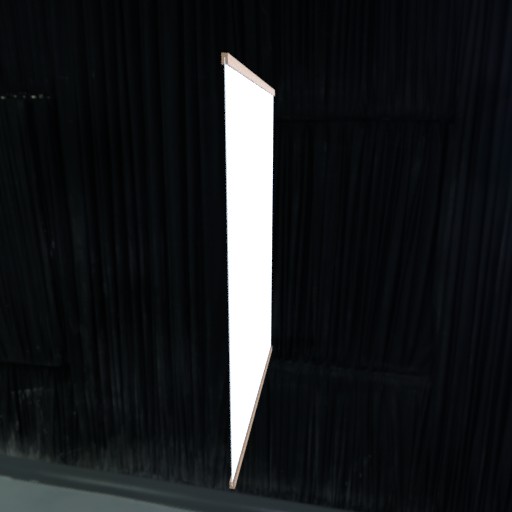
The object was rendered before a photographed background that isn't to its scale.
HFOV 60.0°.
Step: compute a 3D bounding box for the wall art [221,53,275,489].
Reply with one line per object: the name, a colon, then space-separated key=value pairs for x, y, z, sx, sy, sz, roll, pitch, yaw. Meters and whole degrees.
wall art: x=0.000 y=0.000 z=1.349 sx=0.013 sy=1.016 sz=0.758 roll=2 pitch=16 yaw=9
